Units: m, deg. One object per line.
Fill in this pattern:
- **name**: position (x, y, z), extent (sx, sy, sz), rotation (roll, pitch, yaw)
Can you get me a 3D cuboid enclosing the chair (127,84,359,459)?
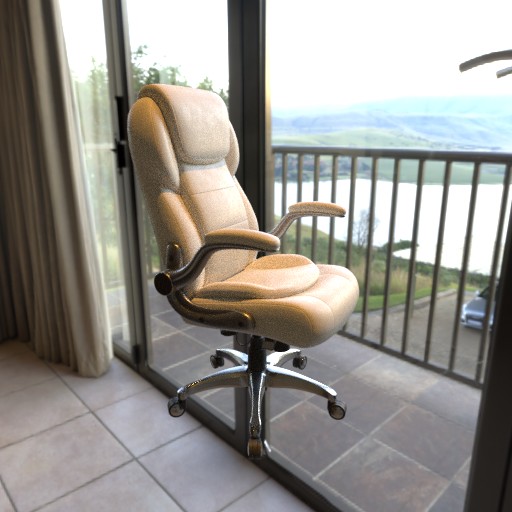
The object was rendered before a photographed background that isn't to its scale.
- **chair**: position (0.000, 0.000, 1.818), extent (0.806, 1.330, 0.755), rotation (8, 18, 28)
